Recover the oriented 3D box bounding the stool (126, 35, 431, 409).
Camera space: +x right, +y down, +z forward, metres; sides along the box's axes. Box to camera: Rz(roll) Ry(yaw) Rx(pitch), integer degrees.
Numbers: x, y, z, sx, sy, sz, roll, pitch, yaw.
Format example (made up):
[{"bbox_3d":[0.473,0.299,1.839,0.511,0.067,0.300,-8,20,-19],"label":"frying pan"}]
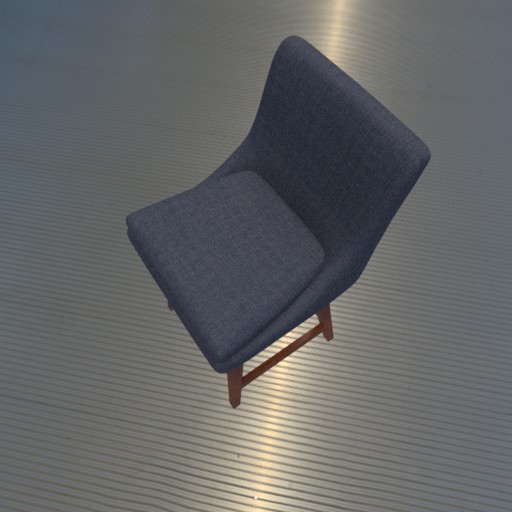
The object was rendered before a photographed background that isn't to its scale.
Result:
[{"bbox_3d":[0.000,0.000,1.194,0.524,0.895,0.467,-31,66,-16],"label":"stool"}]
